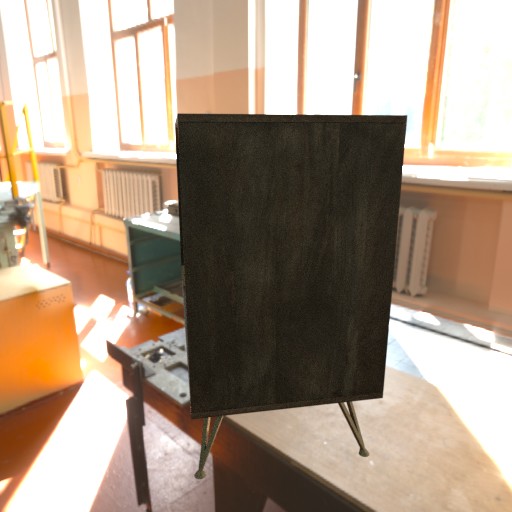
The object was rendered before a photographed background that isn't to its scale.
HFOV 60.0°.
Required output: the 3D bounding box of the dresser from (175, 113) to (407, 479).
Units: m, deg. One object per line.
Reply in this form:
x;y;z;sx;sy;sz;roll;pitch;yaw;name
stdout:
0.000;0.000;1.374;0.453;0.801;0.923;-3;16;-10;dresser
